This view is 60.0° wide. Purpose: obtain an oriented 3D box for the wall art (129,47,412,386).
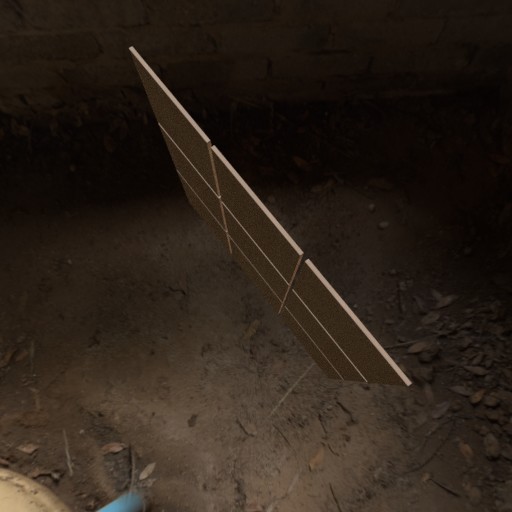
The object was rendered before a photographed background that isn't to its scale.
[{"bbox_3d":[0.000,0.000,1.784,0.013,1.218,1.219,-37,78,-9],"label":"wall art"}]
